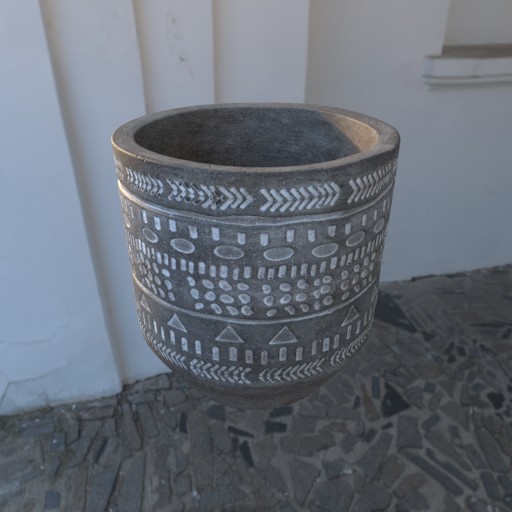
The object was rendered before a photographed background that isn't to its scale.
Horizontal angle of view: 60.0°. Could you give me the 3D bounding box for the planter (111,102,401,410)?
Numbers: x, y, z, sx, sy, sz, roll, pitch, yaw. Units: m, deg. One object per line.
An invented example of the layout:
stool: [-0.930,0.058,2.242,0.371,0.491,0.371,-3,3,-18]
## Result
planter: [0.000,0.000,0.222,0.122,0.128,0.122,0,29,0]
